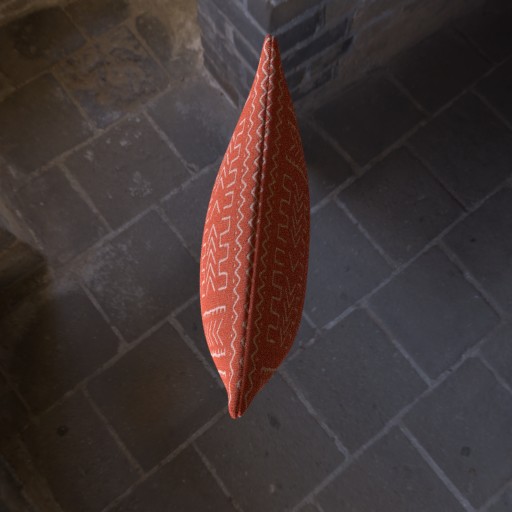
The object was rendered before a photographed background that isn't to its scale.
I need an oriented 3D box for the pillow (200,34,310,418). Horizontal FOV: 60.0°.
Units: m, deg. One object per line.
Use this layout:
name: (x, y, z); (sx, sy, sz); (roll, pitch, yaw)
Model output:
pillow: (0.000, 0.000, 0.673); (0.164, 0.429, 0.438); (5, 76, 1)
